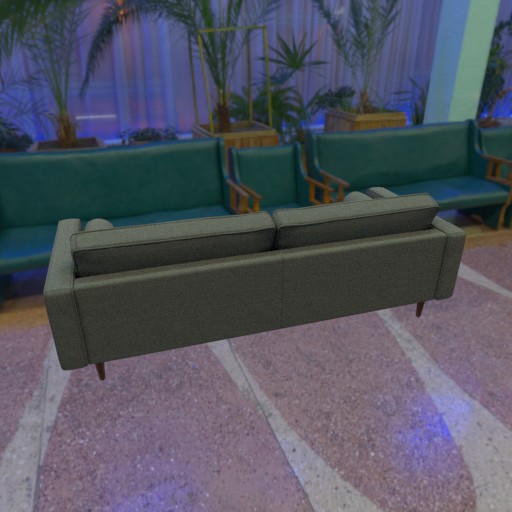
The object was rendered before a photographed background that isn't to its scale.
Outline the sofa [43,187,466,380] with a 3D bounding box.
[{"bbox_3d":[0.000,0.000,2.641,2.198,0.762,0.914,-8,27,-16],"label":"sofa"}]
